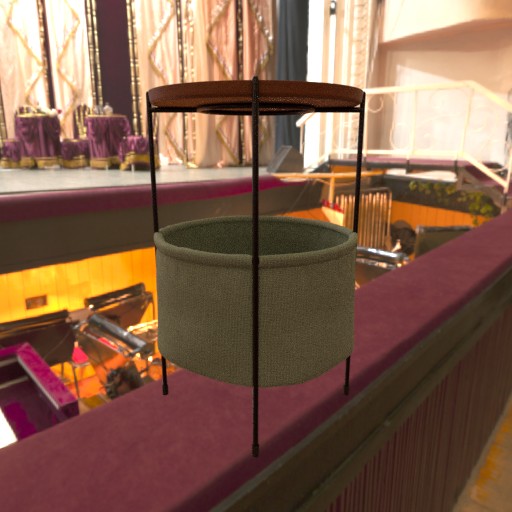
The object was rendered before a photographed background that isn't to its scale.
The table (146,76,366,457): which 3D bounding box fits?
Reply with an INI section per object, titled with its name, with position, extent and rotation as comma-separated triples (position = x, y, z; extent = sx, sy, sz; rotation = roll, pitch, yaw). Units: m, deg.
[table]
position = 0.000, 0.000, 0.891
extent = 0.400, 0.623, 0.400
rotation = -14, 20, -43
